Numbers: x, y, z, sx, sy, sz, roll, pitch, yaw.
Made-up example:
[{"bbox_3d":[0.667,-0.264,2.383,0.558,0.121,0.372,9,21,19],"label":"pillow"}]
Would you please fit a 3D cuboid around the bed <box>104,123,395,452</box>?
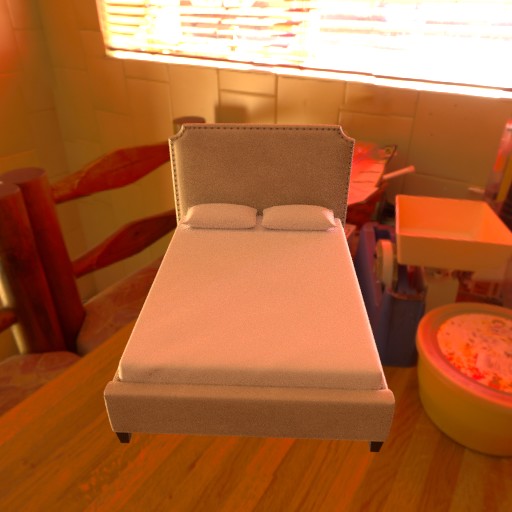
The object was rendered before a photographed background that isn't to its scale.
[{"bbox_3d":[0.000,0.000,3.410,1.712,1.443,2.372,1,31,2],"label":"bed"}]
